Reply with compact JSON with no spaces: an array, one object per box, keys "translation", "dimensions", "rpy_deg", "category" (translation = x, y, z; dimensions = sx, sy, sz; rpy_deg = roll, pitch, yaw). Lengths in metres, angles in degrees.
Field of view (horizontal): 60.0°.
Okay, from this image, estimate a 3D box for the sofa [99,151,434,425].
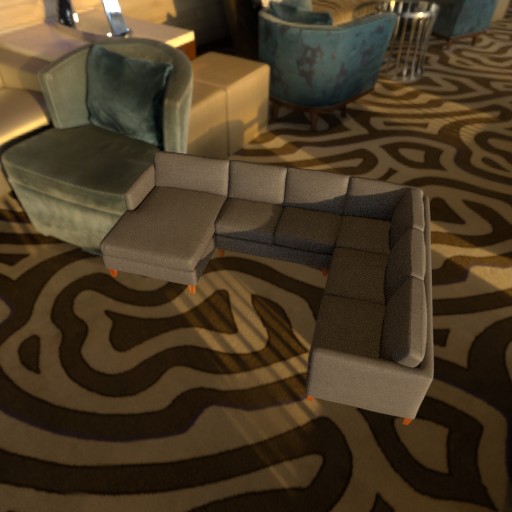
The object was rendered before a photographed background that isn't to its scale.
[{"translation":[0.000,0.000,4.704],"dimensions":[3.460,0.961,2.594],"rpy_deg":[10,42,12],"category":"sofa"}]
